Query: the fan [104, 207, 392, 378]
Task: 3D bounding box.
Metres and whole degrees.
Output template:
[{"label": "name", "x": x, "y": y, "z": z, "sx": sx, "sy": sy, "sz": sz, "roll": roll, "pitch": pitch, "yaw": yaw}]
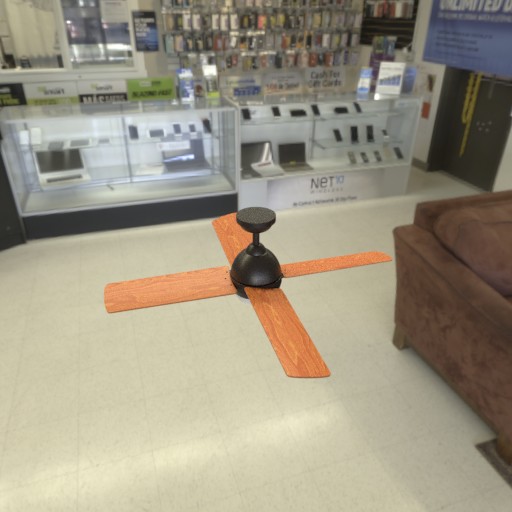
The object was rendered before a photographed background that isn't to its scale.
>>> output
[{"label": "fan", "x": 0.000, "y": 0.000, "z": 1.978, "sx": 1.332, "sy": 0.403, "sz": 1.332, "roll": -8, "pitch": 31, "yaw": -14}]
